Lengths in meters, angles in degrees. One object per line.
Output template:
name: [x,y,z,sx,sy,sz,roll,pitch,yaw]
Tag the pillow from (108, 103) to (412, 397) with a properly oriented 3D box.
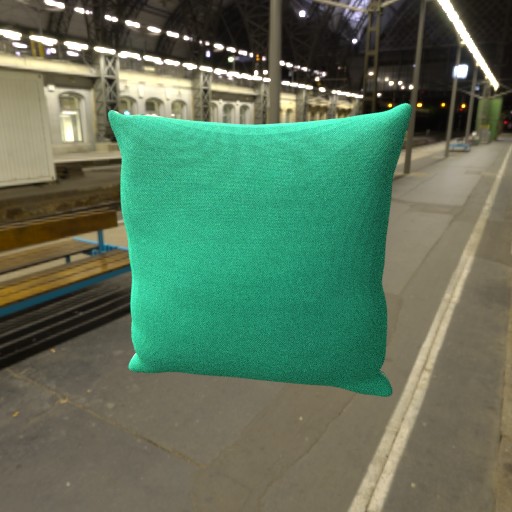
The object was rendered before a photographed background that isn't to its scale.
pillow: [0.000,0.000,0.680,0.440,0.441,0.182,2,17,8]
